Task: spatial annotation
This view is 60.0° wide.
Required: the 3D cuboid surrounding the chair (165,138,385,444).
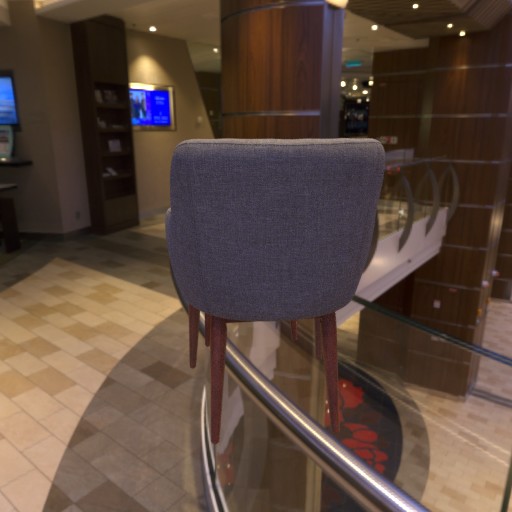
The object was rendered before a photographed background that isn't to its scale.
[{"bbox_3d":[0.000,0.000,1.517,0.584,0.799,1.107,-2,16,-7],"label":"chair"}]
